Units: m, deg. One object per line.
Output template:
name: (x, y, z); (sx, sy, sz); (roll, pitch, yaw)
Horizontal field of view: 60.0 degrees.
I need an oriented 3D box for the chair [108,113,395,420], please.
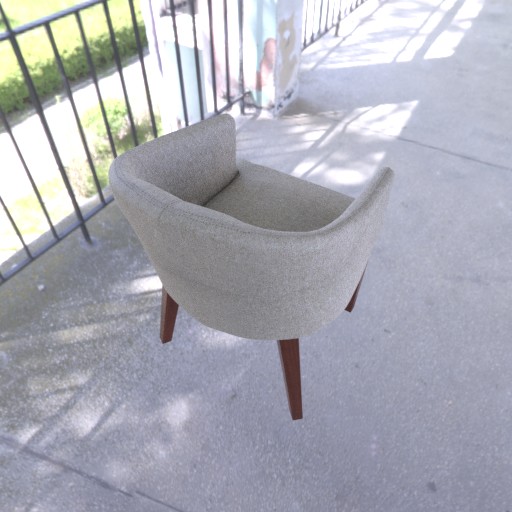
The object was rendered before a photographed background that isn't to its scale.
chair: (0.000, 0.000, 1.261); (0.583, 0.811, 0.655); (25, 52, 21)
